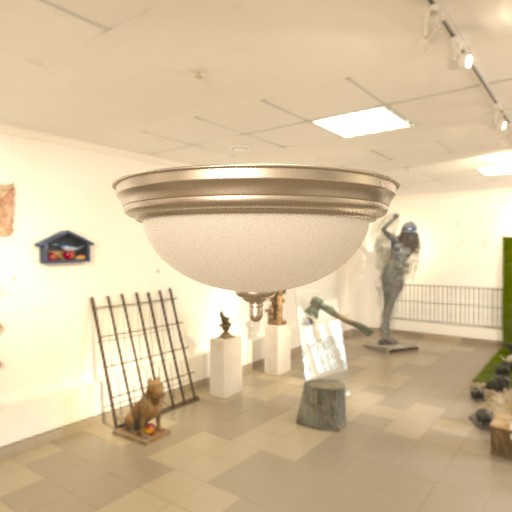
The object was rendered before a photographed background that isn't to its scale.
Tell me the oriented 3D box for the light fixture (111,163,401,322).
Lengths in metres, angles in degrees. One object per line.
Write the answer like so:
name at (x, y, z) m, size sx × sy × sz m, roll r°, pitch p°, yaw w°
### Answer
light fixture at (0.000, 0.000, 0.452) m, size 0.280 × 0.135 × 0.280 m, roll 0°, pitch 1°, yaw 0°
